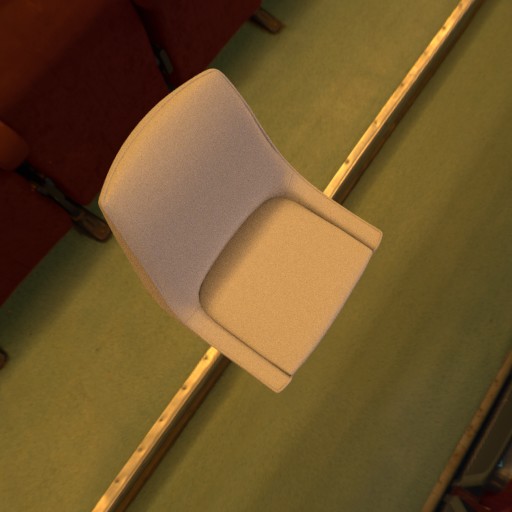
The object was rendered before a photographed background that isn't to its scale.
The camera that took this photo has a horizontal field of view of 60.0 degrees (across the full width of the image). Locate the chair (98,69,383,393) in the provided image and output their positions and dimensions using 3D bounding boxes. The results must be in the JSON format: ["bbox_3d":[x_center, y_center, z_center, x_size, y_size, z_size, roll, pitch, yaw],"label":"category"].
[{"bbox_3d":[0.000,0.000,1.209,0.544,0.861,0.529,34,78,8],"label":"chair"}]
